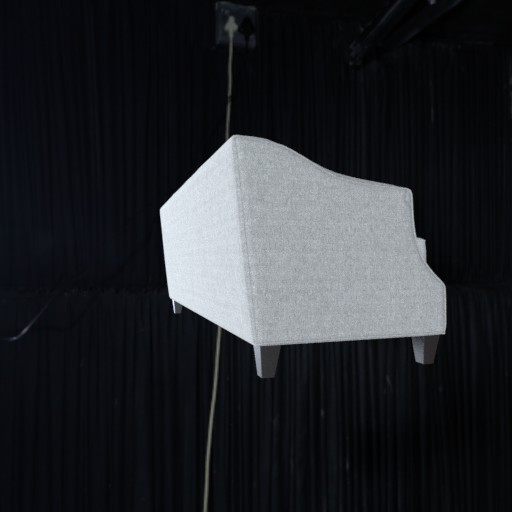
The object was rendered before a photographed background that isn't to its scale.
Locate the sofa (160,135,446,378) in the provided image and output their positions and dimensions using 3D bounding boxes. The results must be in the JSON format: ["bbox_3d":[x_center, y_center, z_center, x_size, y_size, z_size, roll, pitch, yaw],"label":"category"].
[{"bbox_3d":[0.000,0.000,2.709,0.914,0.901,2.235,0,-1,-19],"label":"sofa"}]
